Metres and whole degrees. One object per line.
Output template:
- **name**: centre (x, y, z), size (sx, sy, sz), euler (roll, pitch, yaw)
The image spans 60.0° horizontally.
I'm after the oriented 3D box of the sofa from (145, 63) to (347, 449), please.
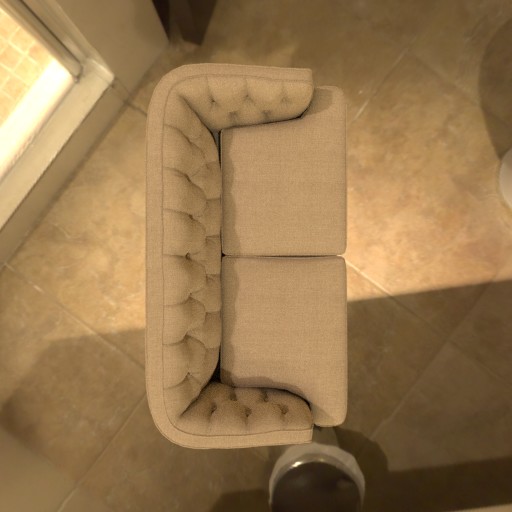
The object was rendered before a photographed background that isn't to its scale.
- **sofa**: centre (0.000, 0.000, 2.289), size (0.941, 0.855, 1.733), euler (0, 90, 1)
